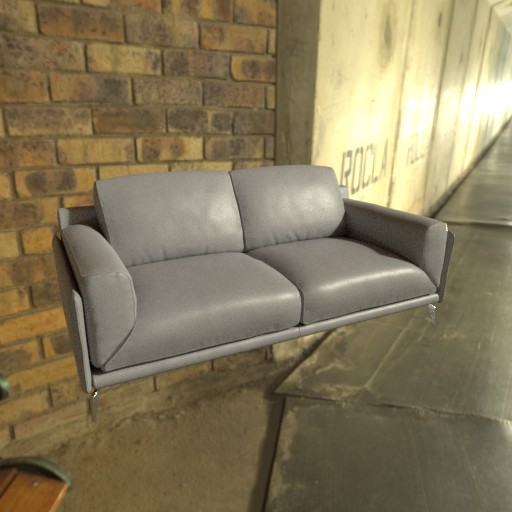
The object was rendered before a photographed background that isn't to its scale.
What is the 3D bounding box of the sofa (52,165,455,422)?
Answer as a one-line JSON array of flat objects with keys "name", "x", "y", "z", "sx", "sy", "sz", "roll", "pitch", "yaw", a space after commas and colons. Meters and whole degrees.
[{"name": "sofa", "x": 0.000, "y": 0.000, "z": 2.578, "sx": 2.101, "sy": 0.930, "sz": 1.049, "roll": -9, "pitch": 19, "yaw": -26}]
